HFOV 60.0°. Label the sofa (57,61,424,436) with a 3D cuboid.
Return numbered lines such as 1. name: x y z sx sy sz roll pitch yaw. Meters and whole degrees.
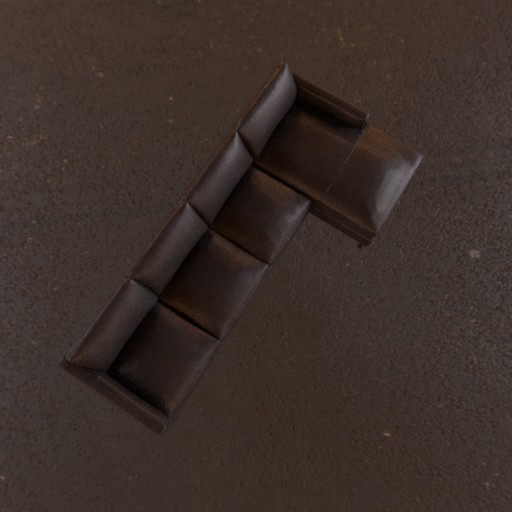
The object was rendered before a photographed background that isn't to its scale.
1. sofa: 0.000 0.000 3.556 1.471 0.859 2.993 32 78 7
